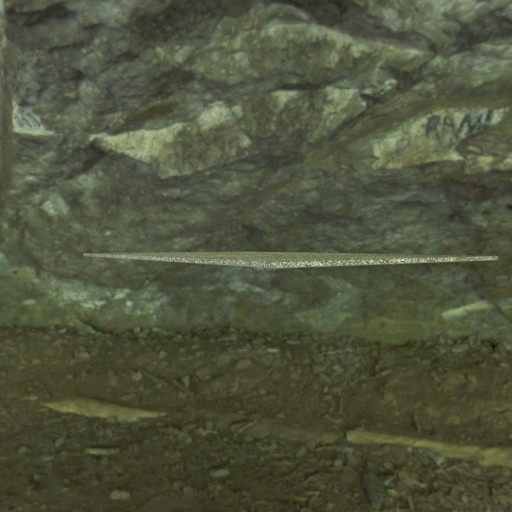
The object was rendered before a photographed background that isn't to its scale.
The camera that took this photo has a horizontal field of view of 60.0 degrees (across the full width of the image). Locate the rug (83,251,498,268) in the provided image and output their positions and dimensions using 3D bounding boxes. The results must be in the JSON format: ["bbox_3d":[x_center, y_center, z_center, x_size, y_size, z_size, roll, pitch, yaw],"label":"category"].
[{"bbox_3d":[0.000,0.000,3.339,1.802,0.026,2.699,-1,2,-36],"label":"rug"}]
